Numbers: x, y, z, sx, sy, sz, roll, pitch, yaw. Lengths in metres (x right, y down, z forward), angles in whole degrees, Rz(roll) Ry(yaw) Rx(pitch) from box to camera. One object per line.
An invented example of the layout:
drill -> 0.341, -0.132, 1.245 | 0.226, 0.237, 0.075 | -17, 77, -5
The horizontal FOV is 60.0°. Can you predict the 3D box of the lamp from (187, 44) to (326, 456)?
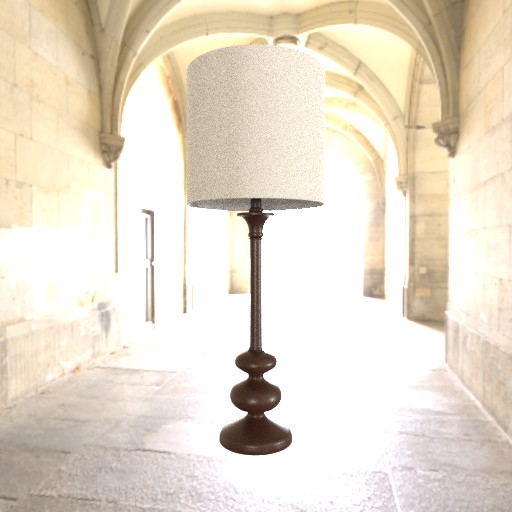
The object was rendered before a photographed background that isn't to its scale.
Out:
lamp -> 0.000, 0.000, 0.825 | 0.254, 0.690, 0.254 | -1, 1, -35
